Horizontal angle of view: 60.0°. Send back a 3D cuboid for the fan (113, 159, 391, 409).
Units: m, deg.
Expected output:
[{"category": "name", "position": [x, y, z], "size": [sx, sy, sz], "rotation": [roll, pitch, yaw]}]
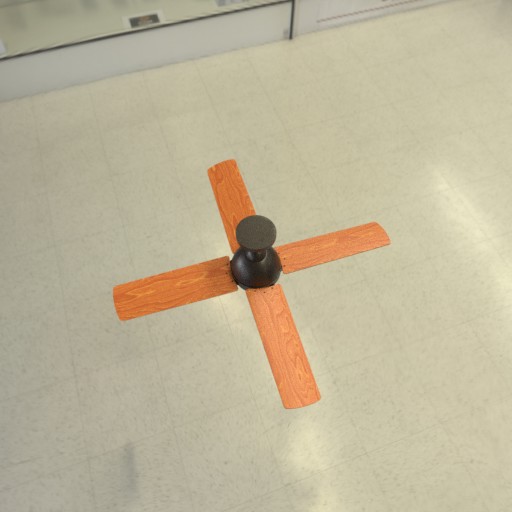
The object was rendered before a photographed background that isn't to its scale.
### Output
[{"category": "fan", "position": [0.000, 0.000, 2.004], "size": [1.332, 0.403, 1.332], "rotation": [-15, 61, -8]}]
